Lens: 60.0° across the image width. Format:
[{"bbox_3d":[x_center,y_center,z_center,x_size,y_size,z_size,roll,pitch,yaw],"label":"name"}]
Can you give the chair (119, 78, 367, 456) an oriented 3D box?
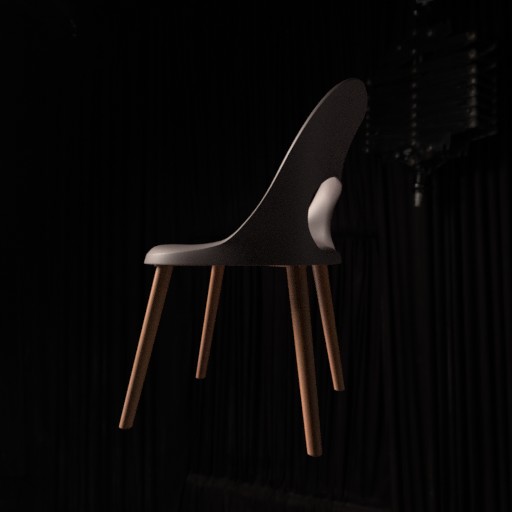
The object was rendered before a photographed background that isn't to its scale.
[{"bbox_3d":[0.000,0.000,1.150,0.556,0.794,0.470,0,1,17],"label":"chair"}]
